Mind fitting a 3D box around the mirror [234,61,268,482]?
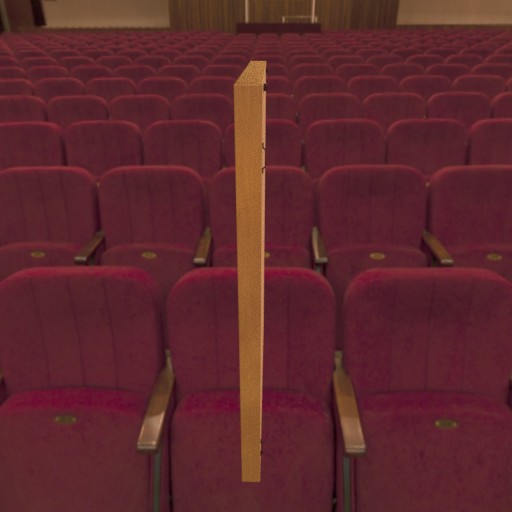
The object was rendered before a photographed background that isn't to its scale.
[{"bbox_3d":[0.000,0.000,0.913,0.039,0.710,0.507,1,27,1],"label":"mirror"}]
